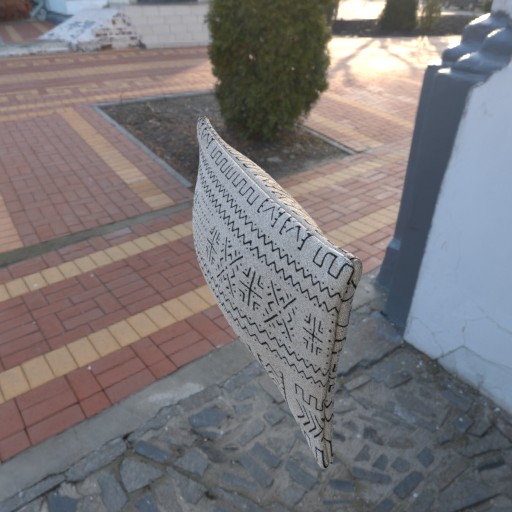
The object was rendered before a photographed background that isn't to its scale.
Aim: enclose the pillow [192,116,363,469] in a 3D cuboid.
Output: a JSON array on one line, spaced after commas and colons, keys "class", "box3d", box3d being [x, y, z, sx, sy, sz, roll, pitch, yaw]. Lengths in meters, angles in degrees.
[{"class": "pillow", "box3d": [0.000, 0.000, 0.798, 0.188, 0.352, 0.637, -11, 34, -18]}]
